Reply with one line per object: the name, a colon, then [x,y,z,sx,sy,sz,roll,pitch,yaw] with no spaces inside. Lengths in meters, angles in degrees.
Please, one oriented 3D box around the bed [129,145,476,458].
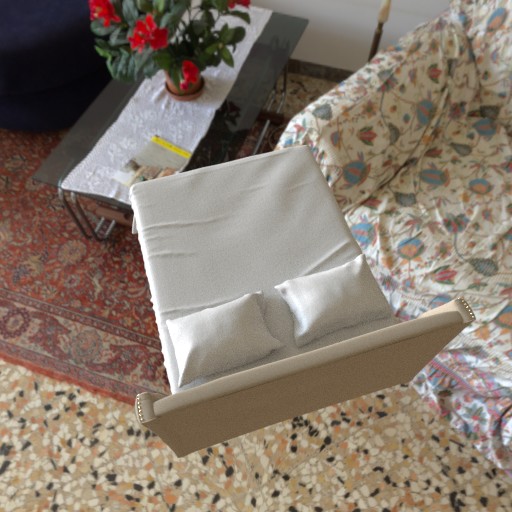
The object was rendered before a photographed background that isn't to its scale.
bed: [0.000,0.000,3.431,1.925,1.332,2.276,-15,60,-9]
